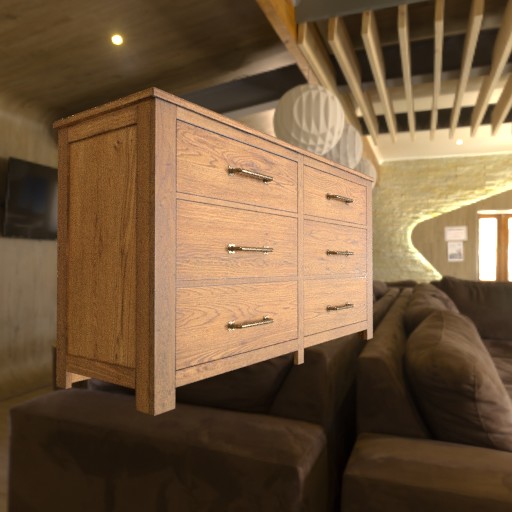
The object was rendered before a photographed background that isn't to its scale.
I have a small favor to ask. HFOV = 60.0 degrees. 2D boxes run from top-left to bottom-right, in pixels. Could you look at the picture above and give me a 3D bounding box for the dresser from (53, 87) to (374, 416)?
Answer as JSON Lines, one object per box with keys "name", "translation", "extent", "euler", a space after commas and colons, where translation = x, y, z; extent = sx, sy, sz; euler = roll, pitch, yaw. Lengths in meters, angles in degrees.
{"name": "dresser", "translation": [0.000, 0.000, 2.058], "extent": [0.563, 0.932, 1.657], "euler": [-1, -1, 36]}
